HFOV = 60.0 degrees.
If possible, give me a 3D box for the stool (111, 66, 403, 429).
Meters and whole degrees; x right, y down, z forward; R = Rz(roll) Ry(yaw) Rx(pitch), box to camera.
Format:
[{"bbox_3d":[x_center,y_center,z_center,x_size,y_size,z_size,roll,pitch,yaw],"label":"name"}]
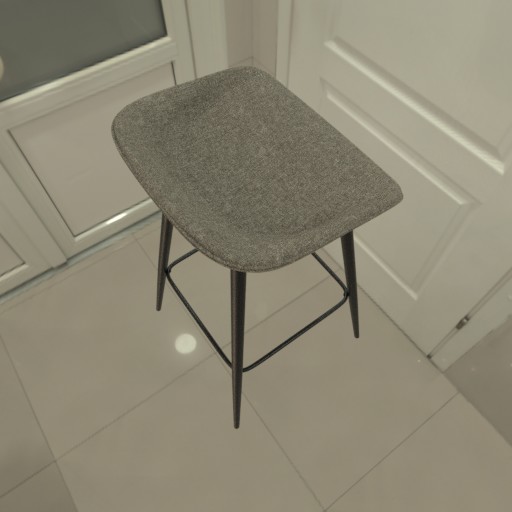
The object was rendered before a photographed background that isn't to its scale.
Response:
[{"bbox_3d":[0.000,0.000,1.090,0.480,0.814,0.469,-32,63,-18],"label":"stool"}]
